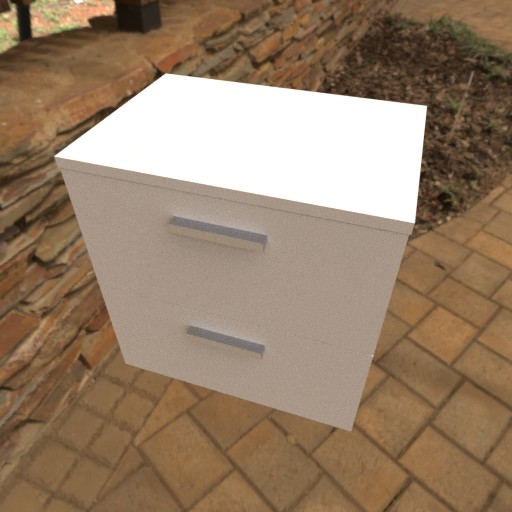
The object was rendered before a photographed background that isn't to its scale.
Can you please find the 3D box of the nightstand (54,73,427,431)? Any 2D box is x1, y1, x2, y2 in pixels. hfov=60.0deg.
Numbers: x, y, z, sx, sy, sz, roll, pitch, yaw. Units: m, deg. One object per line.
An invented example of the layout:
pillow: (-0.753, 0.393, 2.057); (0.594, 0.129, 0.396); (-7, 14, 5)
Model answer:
nightstand: (0.000, 0.000, 0.765); (0.441, 0.460, 0.325); (12, 43, 14)
